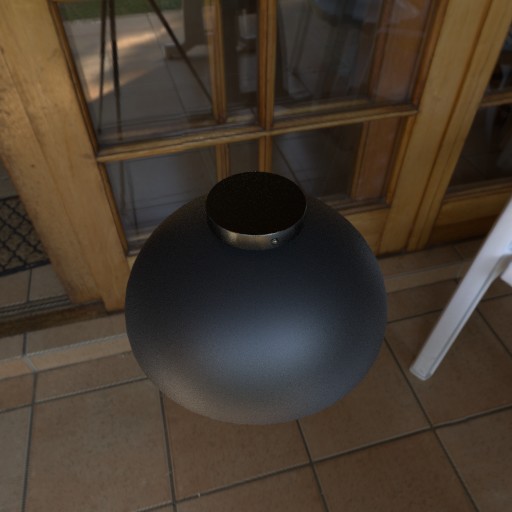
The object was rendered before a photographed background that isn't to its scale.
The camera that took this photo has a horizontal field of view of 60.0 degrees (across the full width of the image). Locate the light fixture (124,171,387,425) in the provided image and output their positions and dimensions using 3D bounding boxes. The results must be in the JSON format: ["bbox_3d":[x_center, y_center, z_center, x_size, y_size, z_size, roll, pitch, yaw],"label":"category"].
[{"bbox_3d":[0.000,0.000,0.555,0.355,0.177,0.355,0,46,0],"label":"light fixture"}]
